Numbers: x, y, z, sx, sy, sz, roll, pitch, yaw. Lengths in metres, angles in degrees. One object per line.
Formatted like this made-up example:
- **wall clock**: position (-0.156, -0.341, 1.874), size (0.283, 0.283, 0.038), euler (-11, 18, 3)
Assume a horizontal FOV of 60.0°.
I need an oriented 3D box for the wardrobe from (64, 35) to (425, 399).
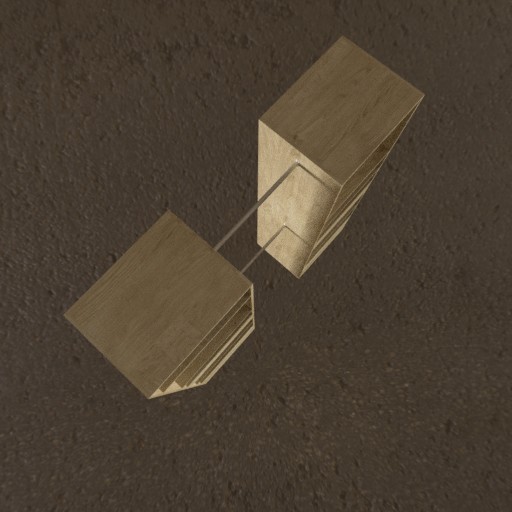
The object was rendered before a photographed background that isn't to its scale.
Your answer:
- **wardrobe**: position (0.000, 0.000, 2.859), size (0.480, 2.000, 1.770), euler (41, 79, 10)
